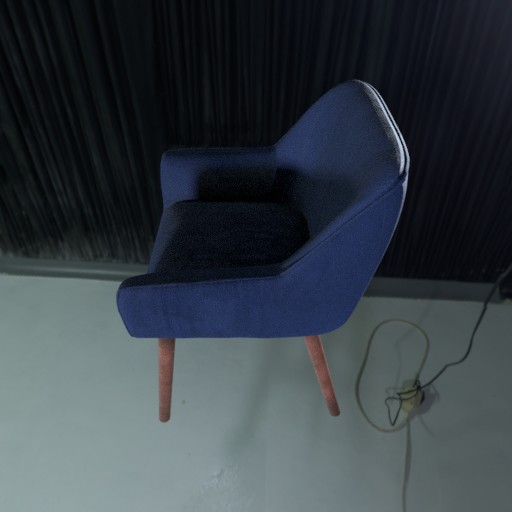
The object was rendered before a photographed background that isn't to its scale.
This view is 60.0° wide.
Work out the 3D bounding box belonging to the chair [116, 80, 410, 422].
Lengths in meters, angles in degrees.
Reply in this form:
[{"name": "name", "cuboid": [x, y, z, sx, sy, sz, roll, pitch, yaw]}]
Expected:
[{"name": "chair", "cuboid": [0.000, 0.000, 1.231, 0.600, 0.820, 0.600, 0, 41, 0]}]
